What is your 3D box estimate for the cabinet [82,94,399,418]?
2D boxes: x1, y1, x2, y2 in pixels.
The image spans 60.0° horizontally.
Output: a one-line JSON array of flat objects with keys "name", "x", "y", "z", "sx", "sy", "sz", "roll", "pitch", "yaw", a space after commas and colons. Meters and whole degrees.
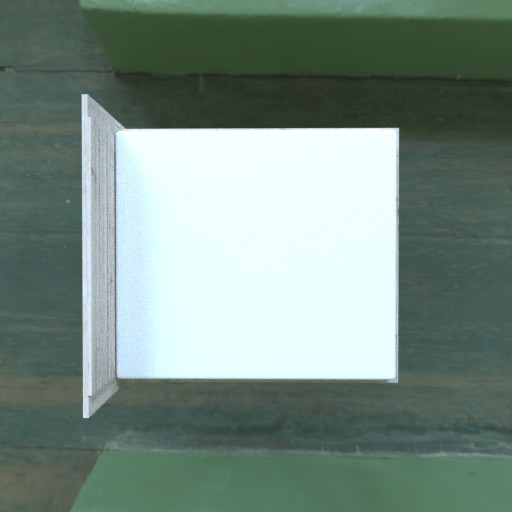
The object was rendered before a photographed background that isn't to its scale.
[{"name": "cabinet", "x": 0.000, "y": 0.000, "z": 3.126, "sx": 2.080, "sy": 0.970, "sz": 1.950, "roll": 0, "pitch": 91, "yaw": 1}]
